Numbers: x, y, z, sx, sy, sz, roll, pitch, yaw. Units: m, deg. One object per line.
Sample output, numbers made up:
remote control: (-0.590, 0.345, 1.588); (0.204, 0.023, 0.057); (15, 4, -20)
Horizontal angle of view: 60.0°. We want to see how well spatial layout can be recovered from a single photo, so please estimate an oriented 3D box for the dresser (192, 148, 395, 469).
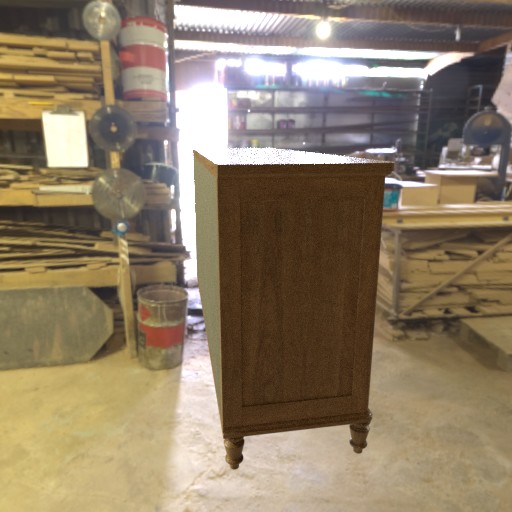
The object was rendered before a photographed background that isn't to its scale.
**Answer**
dresser: (0.000, 0.000, 1.963); (0.468, 0.892, 1.583); (-3, 15, -10)
